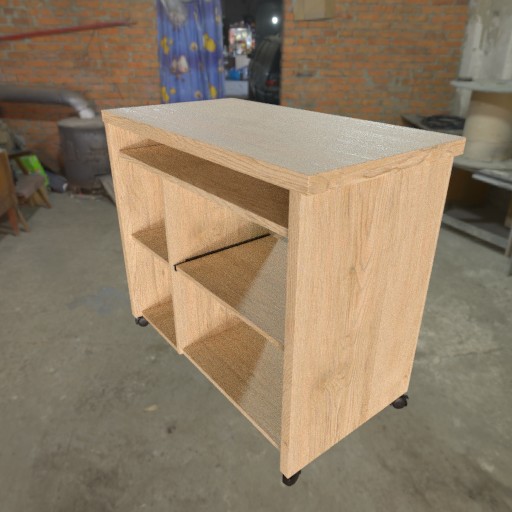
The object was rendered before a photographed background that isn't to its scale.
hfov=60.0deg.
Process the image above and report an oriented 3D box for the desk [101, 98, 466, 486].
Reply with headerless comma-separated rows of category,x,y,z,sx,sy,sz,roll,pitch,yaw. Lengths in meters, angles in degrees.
desk,0.000,0.000,1.308,0.480,0.770,0.885,-19,32,-33
